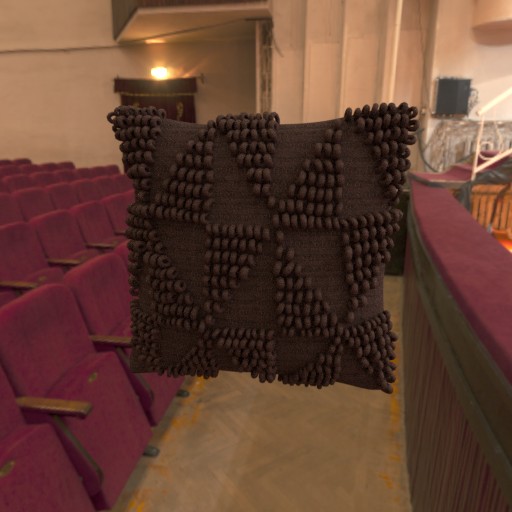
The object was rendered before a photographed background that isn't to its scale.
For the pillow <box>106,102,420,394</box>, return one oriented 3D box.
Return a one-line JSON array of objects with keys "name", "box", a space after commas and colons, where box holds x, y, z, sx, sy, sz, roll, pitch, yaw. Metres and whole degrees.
[{"name": "pillow", "box": [0.000, 0.000, 0.715, 0.470, 0.467, 0.172, 2, 15, 8]}]
